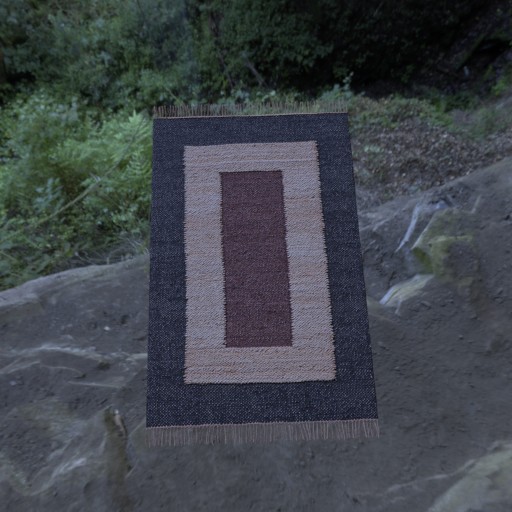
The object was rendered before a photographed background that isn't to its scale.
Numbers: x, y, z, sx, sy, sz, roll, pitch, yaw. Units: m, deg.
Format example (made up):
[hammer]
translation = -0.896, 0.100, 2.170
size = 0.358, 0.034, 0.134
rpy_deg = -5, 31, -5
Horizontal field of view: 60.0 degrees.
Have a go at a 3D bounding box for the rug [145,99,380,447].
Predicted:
[rug]
translation = 0.000, 0.000, 2.554
size = 1.224, 0.027, 2.021
rpy_deg = -2, 76, -1
